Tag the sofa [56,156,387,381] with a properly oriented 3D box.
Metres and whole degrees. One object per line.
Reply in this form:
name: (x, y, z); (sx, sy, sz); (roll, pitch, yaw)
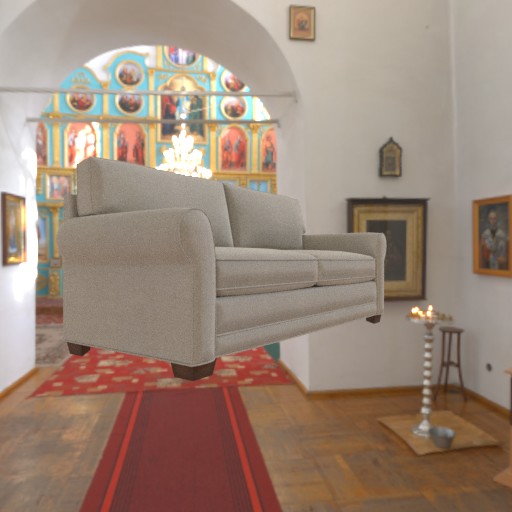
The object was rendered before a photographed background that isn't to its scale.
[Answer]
sofa: (0.000, 0.000, 2.708); (0.901, 0.962, 2.146); (0, -1, 36)
